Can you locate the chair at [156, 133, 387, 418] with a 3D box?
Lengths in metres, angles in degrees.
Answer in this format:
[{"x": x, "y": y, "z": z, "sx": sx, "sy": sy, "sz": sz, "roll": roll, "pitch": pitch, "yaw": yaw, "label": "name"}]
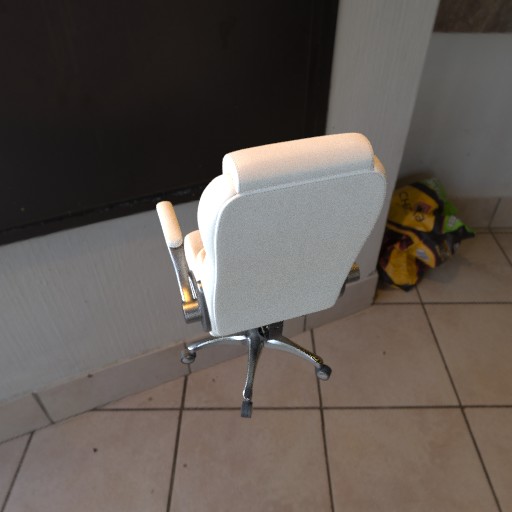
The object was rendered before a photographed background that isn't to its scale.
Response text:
[{"x": 0.000, "y": 0.000, "z": 1.846, "sx": 0.755, "sy": 1.330, "sz": 0.806, "roll": -13, "pitch": 43, "yaw": -14, "label": "chair"}]
